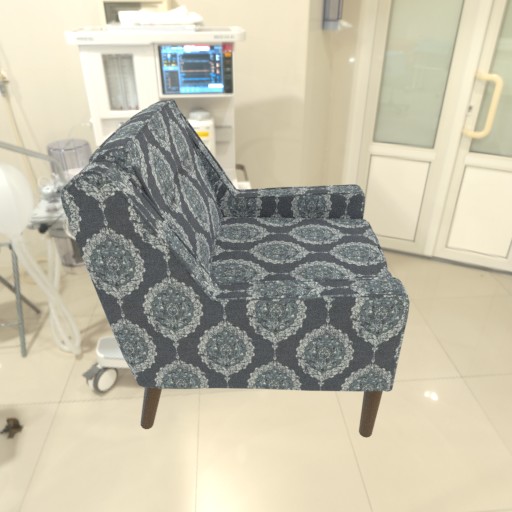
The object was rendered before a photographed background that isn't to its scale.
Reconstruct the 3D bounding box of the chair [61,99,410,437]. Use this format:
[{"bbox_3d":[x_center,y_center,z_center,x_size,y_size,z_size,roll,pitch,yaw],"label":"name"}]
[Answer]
[{"bbox_3d":[0.000,0.000,1.283,0.743,0.792,0.663,1,31,2],"label":"chair"}]
